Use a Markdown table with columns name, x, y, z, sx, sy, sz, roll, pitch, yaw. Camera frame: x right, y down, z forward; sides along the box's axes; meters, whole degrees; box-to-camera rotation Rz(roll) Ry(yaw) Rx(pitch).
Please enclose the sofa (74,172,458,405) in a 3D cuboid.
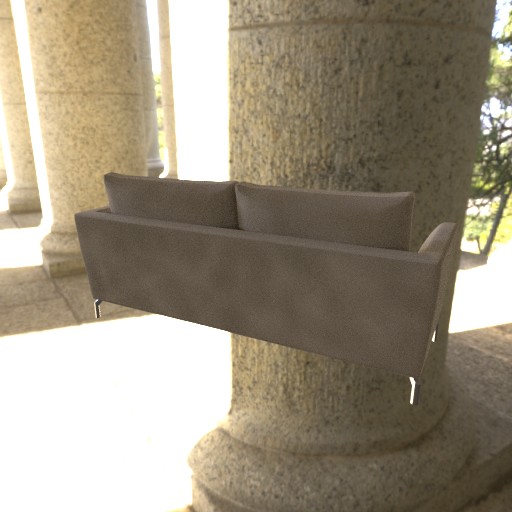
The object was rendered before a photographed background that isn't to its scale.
| name | x | y | z | sx | sy | sz | roll | pitch | yaw |
| --- | --- | --- | --- | --- | --- | --- | --- | --- | --- |
| sofa | 0.000 | 0.000 | 2.774 | 2.214 | 1.005 | 0.868 | 9 | 19 | 26 |
